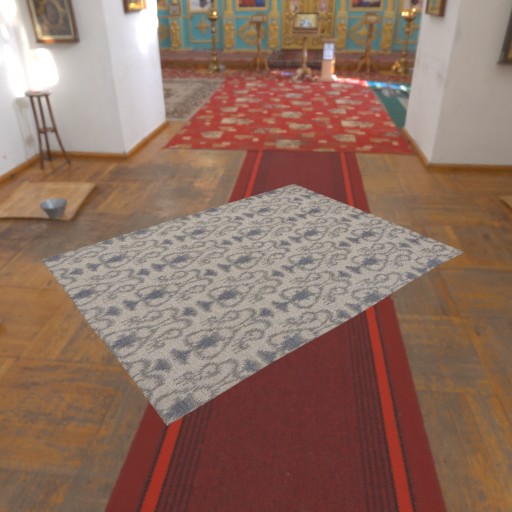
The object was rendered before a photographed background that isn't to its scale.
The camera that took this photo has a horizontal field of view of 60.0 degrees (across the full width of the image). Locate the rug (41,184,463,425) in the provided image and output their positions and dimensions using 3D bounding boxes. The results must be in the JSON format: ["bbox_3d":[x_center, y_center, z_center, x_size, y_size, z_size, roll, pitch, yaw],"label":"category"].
[{"bbox_3d":[0.000,0.000,2.937,2.261,0.013,1.676,-22,36,-33],"label":"rug"}]
